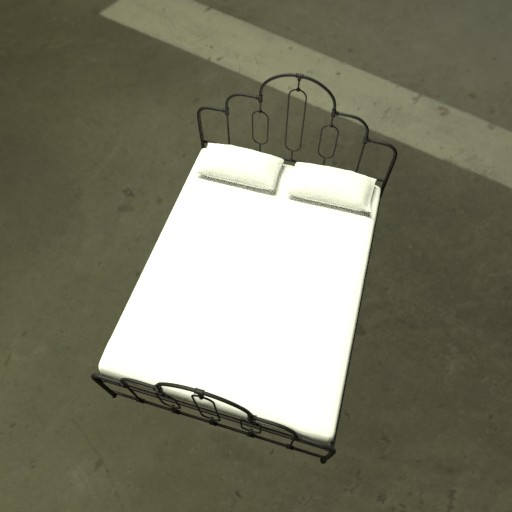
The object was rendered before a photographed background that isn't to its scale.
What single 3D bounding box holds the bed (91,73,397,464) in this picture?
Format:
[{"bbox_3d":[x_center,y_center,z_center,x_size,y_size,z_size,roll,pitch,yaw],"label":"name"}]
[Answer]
[{"bbox_3d":[0.000,0.000,3.119,1.640,1.429,2.163,14,60,8],"label":"bed"}]
